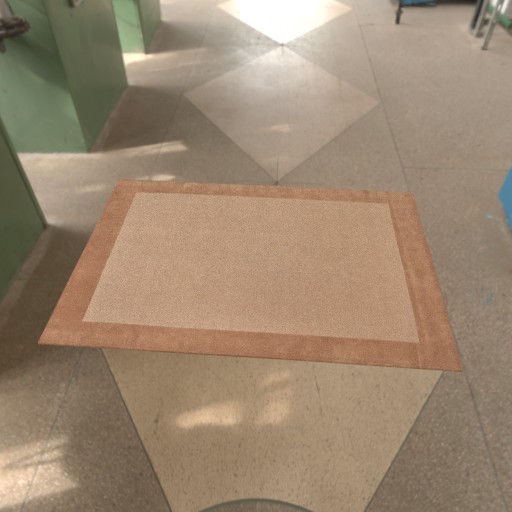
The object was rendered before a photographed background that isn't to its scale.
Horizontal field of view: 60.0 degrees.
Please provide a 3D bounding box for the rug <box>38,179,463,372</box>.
[{"bbox_3d":[0.000,0.000,2.324,1.829,0.014,1.219,3,46,3],"label":"rug"}]
